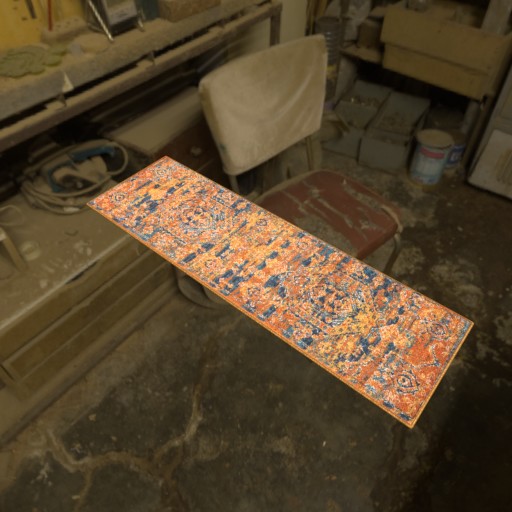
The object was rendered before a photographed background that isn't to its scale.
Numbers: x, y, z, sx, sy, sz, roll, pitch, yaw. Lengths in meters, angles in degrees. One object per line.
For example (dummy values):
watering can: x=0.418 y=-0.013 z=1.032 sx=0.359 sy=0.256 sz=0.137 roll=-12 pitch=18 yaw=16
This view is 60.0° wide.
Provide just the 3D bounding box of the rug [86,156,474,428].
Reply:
rug: x=0.000 y=0.000 z=2.030 sx=1.820 sy=0.013 sz=0.556 roll=31 pitch=54 yaw=26
